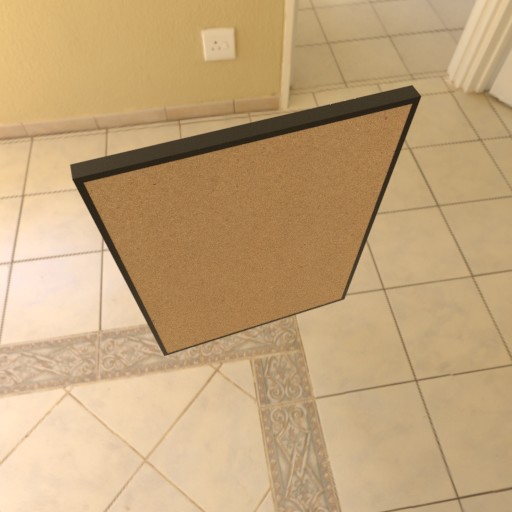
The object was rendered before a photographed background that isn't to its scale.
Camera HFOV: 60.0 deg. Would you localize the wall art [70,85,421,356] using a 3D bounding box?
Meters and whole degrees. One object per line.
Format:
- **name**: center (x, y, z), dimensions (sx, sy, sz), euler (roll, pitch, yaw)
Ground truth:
- **wall art**: center (0.000, 0.000, 1.404), dimensions (0.788, 1.046, 0.043), euler (-16, 59, -10)
